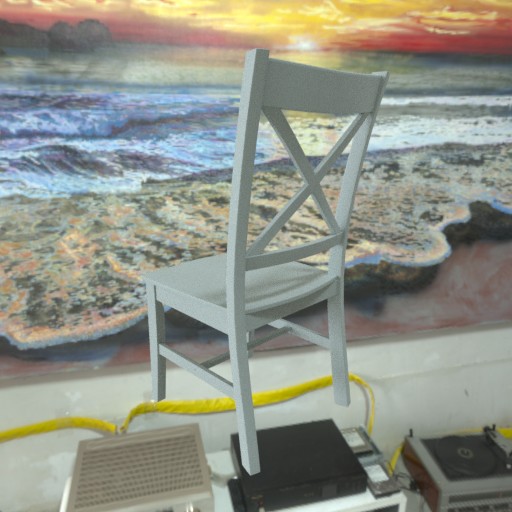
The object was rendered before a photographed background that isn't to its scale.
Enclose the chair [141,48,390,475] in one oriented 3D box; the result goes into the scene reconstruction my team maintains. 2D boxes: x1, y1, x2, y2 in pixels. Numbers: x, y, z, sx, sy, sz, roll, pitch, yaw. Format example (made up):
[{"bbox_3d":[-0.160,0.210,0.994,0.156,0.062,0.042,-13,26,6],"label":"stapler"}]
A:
[{"bbox_3d":[0.000,0.000,1.276,0.485,0.983,0.542,-15,21,-43],"label":"chair"}]
